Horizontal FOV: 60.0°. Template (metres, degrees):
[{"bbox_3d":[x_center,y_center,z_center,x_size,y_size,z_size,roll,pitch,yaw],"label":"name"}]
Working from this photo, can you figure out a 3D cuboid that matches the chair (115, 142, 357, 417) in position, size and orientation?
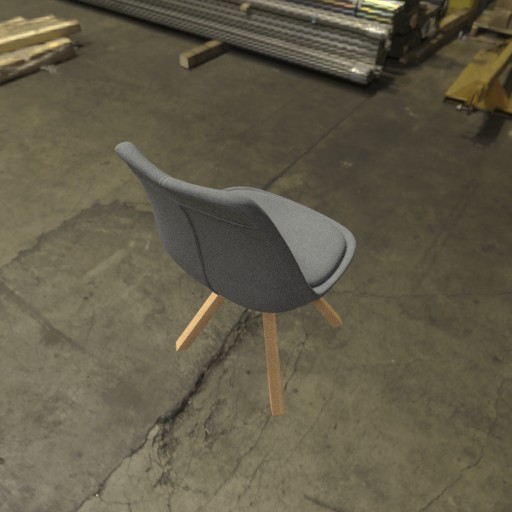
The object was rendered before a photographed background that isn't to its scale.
[{"bbox_3d":[0.000,0.000,1.209,0.474,0.863,0.549,28,53,24],"label":"chair"}]
